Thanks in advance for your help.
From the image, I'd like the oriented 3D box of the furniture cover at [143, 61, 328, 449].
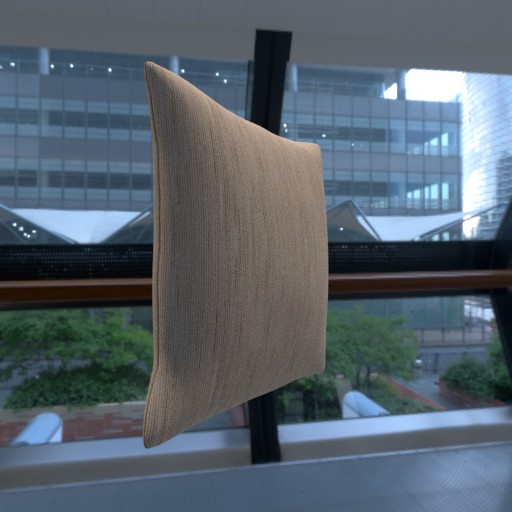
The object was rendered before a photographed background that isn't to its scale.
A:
[{"bbox_3d":[0.000,0.000,0.783,0.178,0.506,0.512,-1,-2,35],"label":"furniture cover"}]
